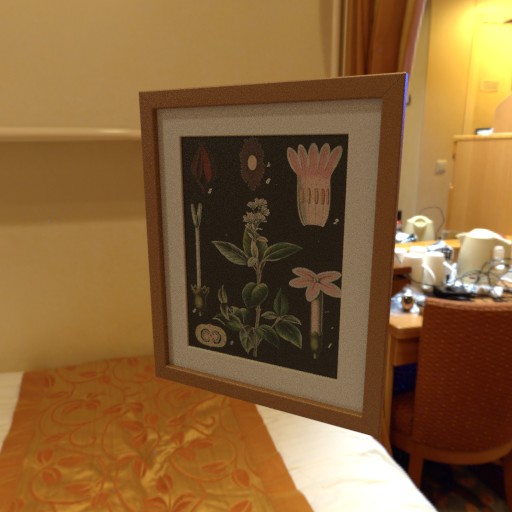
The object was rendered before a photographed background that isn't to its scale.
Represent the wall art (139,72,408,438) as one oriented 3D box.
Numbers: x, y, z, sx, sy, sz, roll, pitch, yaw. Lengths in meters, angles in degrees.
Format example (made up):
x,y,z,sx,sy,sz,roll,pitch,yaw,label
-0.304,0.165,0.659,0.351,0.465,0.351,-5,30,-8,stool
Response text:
x,y,z,sx,sy,sz,roll,pitch,yaw,label
0.000,0.000,0.518,0.310,0.379,0.015,7,15,25,wall art
